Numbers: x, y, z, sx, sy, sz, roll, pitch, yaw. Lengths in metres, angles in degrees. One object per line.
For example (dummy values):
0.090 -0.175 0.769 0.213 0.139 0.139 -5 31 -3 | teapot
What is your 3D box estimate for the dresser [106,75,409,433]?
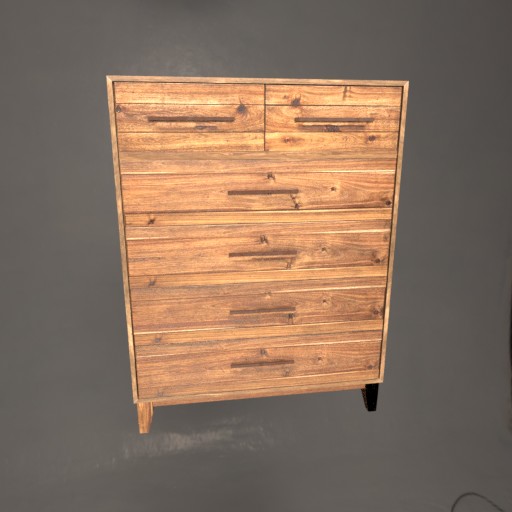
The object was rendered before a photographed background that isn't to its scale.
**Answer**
0.000 0.000 1.923 1.062 1.393 0.442 -2 16 -8 | dresser
